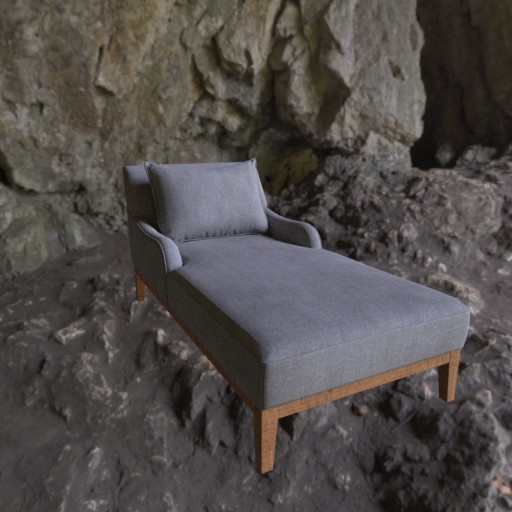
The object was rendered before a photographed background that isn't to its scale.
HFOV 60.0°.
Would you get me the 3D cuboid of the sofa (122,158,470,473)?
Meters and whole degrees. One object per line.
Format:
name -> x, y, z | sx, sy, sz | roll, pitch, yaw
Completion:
sofa -> 0.000, 0.000, 2.171 | 0.894, 0.859, 1.779 | -8, 17, -26
